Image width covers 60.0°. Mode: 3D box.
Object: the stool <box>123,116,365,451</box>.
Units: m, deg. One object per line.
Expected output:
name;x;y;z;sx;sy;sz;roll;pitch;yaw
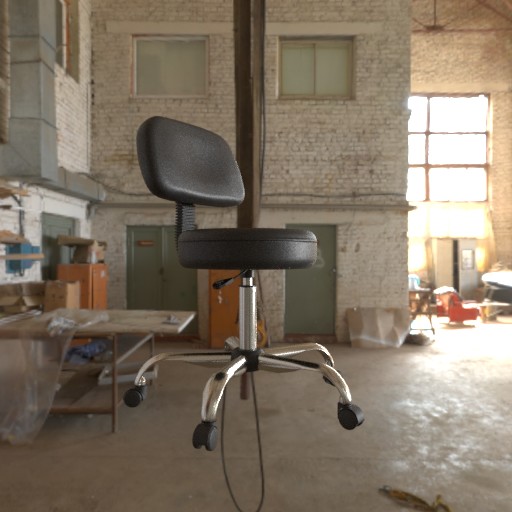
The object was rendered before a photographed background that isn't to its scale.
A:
stool;0.000;0.000;1.286;0.648;0.862;0.673;0;0;36
